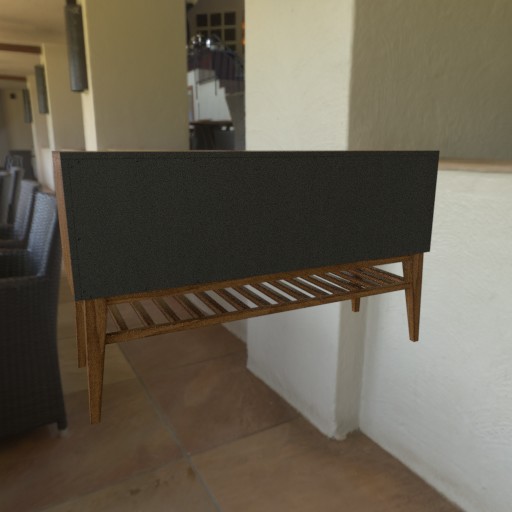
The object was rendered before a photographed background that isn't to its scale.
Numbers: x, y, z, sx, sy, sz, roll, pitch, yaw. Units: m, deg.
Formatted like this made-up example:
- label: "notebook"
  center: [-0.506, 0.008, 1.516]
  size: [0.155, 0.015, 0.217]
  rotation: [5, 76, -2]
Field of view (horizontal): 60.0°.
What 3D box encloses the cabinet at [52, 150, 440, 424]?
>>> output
- label: "cabinet"
  center: [0.000, 0.000, 1.735]
  size: [1.363, 0.802, 0.477]
  rotation: [-7, 15, -26]
